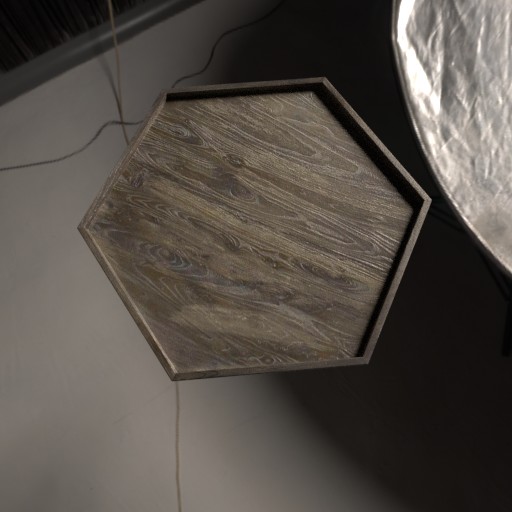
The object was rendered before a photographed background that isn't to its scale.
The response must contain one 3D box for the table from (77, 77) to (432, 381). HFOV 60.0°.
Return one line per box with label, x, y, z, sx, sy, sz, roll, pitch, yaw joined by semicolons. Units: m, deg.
table;0.000;0.000;1.132;0.592;0.586;0.683;-34;77;-9
